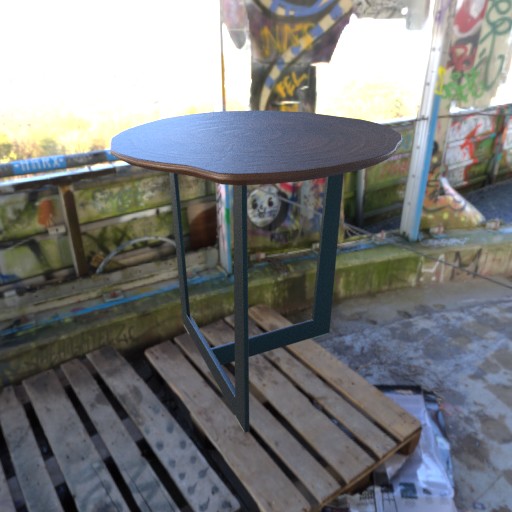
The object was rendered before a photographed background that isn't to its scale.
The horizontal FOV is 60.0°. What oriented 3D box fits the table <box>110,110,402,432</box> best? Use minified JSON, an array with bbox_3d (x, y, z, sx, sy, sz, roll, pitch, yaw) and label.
[{"bbox_3d":[0.000,0.000,0.869,0.494,0.476,0.477,-18,32,-32],"label":"table"}]
